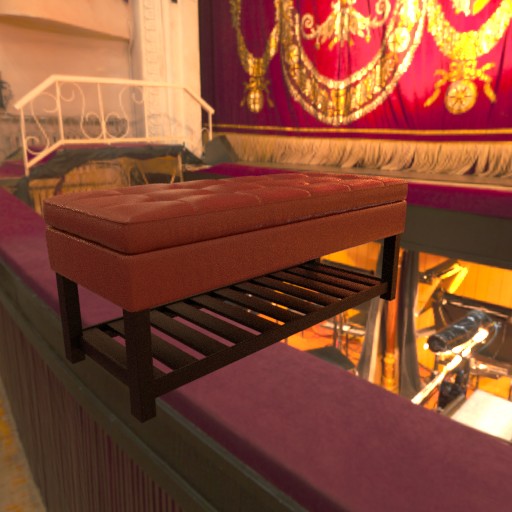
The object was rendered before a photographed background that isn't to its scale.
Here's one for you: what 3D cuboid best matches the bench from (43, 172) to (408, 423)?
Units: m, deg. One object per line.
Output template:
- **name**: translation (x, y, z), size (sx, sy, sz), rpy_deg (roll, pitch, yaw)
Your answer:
- **bench**: translation (0.000, 0.000, 1.387), size (1.105, 0.460, 0.432), rpy_deg (-14, 21, -42)
